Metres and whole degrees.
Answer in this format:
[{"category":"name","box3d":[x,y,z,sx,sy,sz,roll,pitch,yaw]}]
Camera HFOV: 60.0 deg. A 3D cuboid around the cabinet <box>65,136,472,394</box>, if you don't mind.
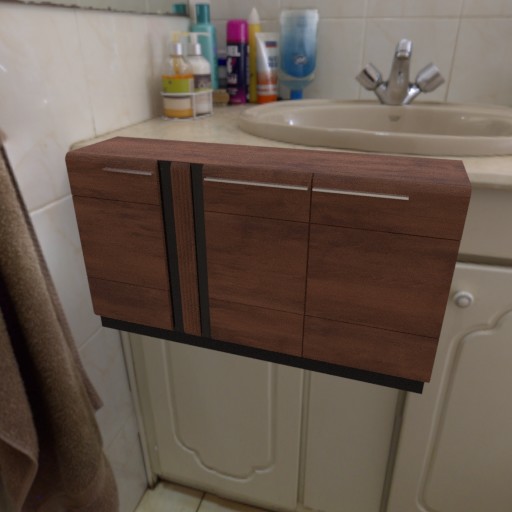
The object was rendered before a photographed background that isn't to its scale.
[{"category":"cabinet","box3d":[0.000,0.000,2.016,1.600,0.900,0.420,8,27,16]}]
